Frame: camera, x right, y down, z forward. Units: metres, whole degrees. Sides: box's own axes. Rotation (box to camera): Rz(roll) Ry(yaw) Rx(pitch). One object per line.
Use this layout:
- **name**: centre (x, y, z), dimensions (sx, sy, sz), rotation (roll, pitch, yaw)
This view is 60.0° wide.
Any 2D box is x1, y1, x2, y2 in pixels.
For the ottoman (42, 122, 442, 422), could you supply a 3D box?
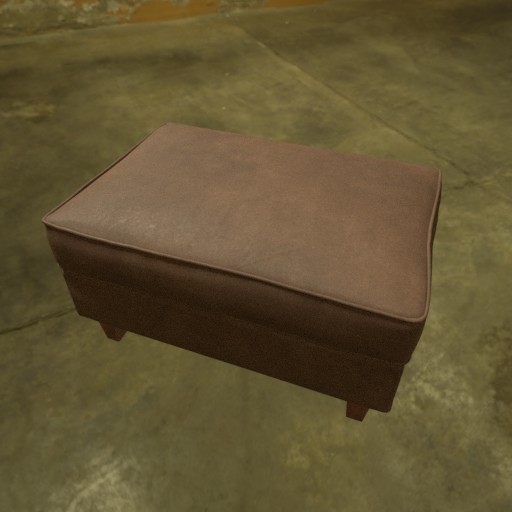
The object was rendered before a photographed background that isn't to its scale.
- **ottoman**: centre (0.000, 0.000, 1.205), dimensions (0.860, 0.481, 0.596), rotation (14, 43, 15)
